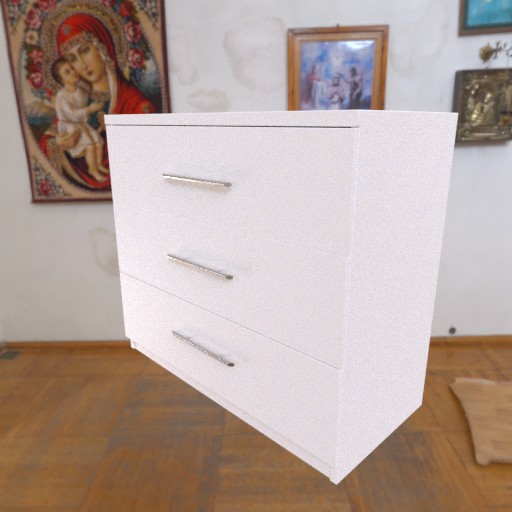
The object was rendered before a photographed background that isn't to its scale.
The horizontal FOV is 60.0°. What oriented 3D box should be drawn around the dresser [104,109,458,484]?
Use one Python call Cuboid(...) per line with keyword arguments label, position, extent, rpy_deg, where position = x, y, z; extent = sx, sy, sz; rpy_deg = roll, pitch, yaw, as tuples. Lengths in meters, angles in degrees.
Cuboid(label="dresser", position=(0.000, 0.000, 1.213), extent=(0.420, 0.740, 0.830), rpy_deg=(-16, 23, -42))
